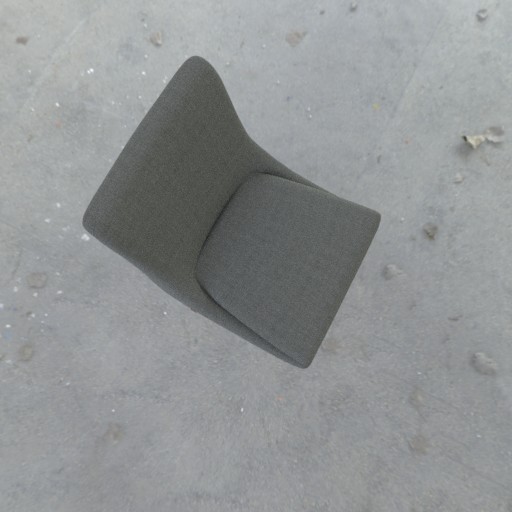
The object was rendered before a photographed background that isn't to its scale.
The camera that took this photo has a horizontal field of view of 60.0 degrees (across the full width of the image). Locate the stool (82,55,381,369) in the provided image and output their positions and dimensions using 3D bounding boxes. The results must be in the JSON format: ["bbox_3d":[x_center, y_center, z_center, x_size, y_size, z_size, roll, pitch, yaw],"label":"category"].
[{"bbox_3d":[0.000,0.000,1.258,0.524,0.977,0.447,28,78,6],"label":"stool"}]
